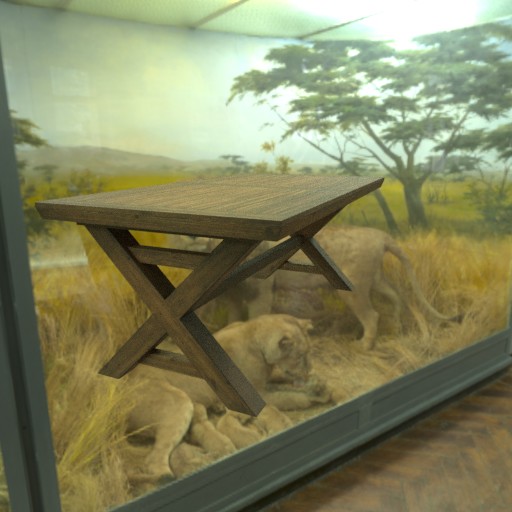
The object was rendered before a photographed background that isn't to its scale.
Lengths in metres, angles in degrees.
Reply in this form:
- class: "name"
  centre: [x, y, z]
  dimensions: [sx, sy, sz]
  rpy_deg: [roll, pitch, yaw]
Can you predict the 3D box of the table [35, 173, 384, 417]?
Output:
- class: "table"
  centre: [0.000, 0.000, 2.540]
  dimensions: [1.071, 0.793, 1.966]
  rpy_deg: [6, 16, 24]
